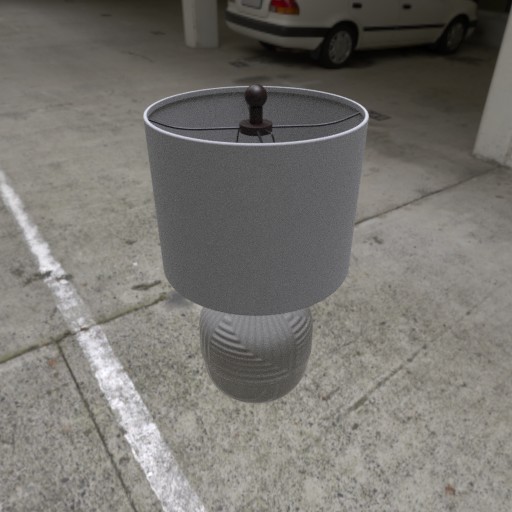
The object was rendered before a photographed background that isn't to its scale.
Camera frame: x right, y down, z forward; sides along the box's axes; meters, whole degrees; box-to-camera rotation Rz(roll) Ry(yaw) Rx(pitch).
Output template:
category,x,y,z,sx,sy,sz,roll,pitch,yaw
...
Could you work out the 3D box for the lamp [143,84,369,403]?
category,x,y,z,sx,sy,sz,roll,pitch,yaw
lamp,0.000,0.000,0.770,0.318,0.567,0.318,0,32,0
